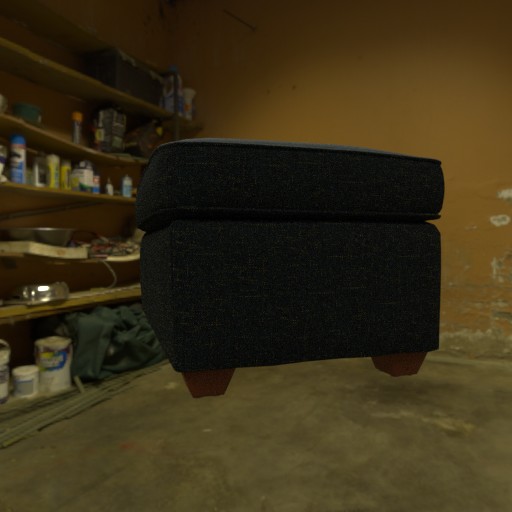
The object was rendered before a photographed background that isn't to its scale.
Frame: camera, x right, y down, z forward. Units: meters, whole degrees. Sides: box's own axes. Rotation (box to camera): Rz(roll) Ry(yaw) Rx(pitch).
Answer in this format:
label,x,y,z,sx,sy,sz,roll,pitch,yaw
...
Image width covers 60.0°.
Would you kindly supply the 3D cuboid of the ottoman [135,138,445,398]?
label,x,y,z,sx,sy,sz,roll,pitch,yaw
ottoman,0.000,0.000,1.093,0.549,0.450,0.749,0,1,-18
